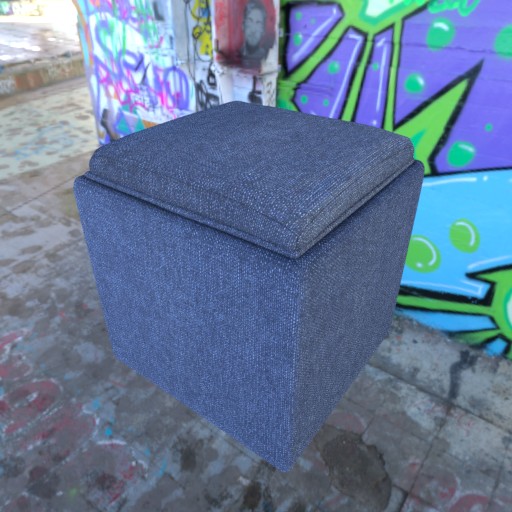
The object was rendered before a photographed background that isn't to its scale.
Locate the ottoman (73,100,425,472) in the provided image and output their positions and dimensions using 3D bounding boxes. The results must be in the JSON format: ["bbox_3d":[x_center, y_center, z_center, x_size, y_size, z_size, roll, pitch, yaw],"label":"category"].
[{"bbox_3d":[0.000,0.000,0.862,0.454,0.493,0.436,22,39,30],"label":"ottoman"}]
